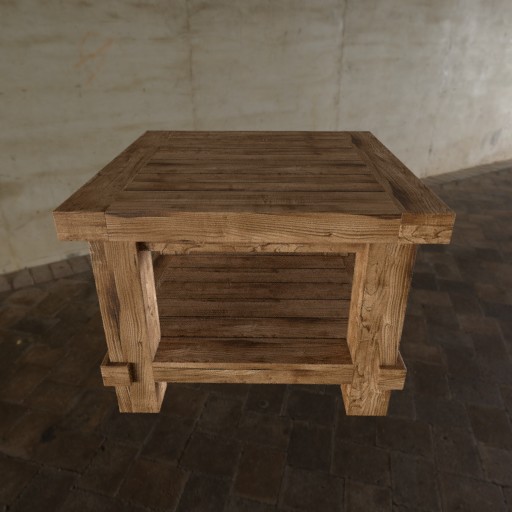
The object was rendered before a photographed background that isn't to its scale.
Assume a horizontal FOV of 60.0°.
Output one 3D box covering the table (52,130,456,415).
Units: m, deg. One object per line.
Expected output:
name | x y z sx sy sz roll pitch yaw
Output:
table | 0.000 0.000 1.043 0.610 0.457 0.610 0 27 1
